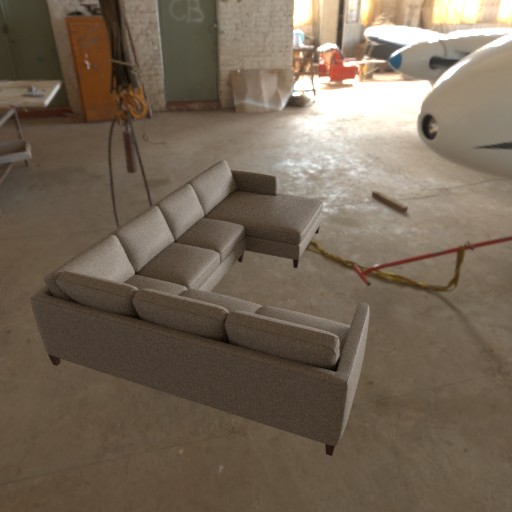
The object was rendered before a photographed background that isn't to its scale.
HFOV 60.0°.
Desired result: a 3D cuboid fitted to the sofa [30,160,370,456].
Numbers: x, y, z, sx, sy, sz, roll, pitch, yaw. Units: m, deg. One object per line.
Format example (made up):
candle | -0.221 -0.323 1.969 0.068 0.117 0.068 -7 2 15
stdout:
sofa | 0.000 0.000 4.548 2.551 0.889 3.403 11 31 18
